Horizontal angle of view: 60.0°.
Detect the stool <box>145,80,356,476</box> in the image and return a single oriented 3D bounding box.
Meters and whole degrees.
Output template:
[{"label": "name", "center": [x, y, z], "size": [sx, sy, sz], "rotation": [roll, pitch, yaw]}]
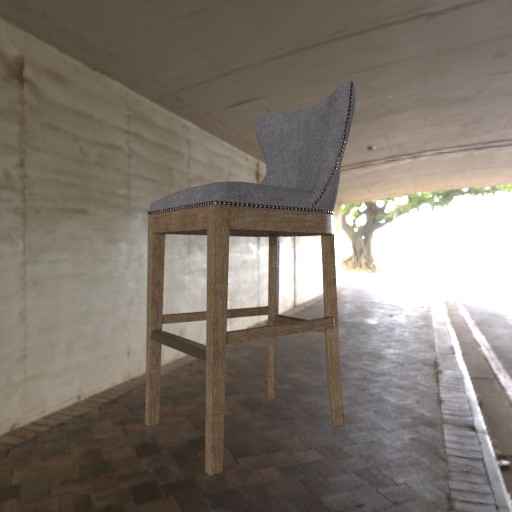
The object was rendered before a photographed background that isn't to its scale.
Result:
[{"label": "stool", "center": [0.000, 0.000, 1.477], "size": [0.606, 1.123, 0.494], "rotation": [-1, 1, -37]}]
